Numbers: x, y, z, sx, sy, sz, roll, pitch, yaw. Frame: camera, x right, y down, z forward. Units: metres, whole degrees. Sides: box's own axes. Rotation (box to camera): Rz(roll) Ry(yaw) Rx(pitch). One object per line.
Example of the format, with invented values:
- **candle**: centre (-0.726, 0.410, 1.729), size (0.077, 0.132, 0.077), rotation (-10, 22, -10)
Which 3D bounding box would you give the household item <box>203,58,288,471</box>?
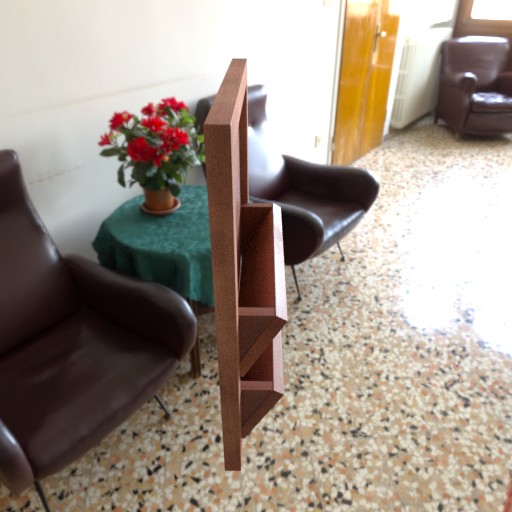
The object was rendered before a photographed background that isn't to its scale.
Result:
- **household item**: centre (0.000, 0.000, 0.547), size (0.067, 0.407, 0.310), rotation (1, 32, 1)
